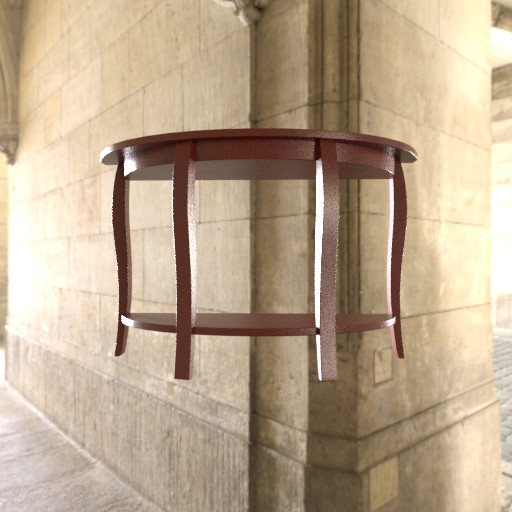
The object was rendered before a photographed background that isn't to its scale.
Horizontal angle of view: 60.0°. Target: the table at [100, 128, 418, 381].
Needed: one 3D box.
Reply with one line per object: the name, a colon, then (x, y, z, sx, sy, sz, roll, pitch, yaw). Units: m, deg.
table: (0.000, 0.000, 1.553, 1.219, 0.779, 0.405, 0, 0, 2)
